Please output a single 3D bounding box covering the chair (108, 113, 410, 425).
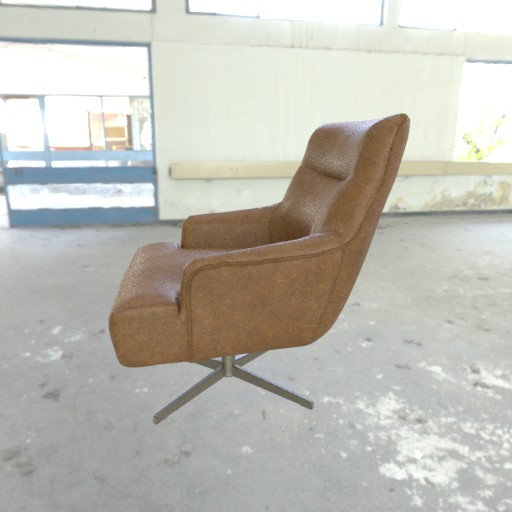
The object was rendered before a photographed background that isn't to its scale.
[{"bbox_3d":[0.000,0.000,1.461,0.874,0.869,0.729,-2,15,-9],"label":"chair"}]
